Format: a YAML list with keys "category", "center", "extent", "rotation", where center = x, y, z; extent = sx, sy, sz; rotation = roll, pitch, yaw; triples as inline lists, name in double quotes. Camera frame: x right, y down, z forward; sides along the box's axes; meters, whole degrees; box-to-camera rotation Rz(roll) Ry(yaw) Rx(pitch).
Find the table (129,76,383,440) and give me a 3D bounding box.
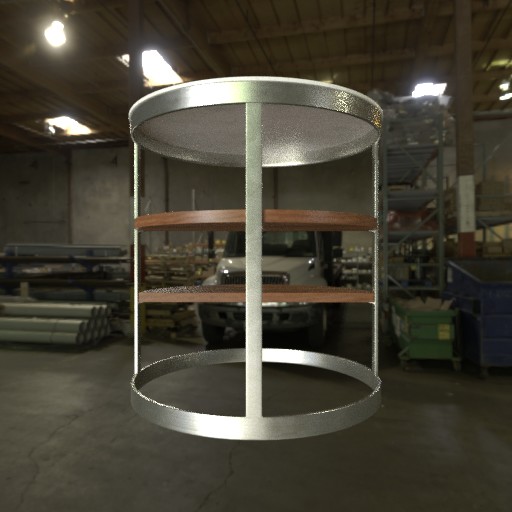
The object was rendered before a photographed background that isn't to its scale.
- category: "table"
  center: [0.000, 0.000, 0.739]
  extent: [0.407, 0.447, 0.407]
  rotation: [0, 0, 0]
